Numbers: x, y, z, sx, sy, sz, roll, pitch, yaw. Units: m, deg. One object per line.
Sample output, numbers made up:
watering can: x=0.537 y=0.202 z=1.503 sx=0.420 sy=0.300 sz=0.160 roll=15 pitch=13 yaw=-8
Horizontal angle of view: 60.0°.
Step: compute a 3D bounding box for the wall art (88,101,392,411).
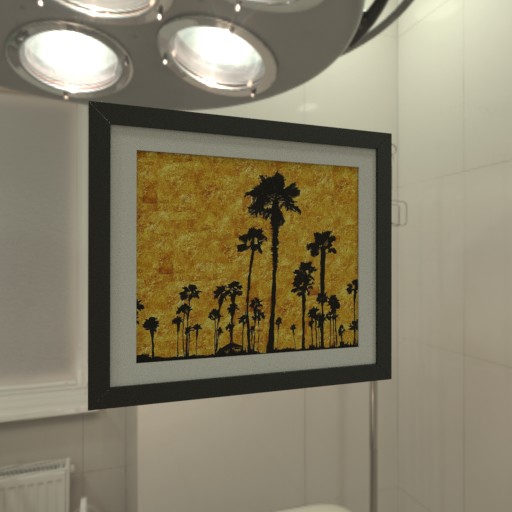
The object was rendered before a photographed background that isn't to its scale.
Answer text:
wall art: x=0.000 y=0.000 z=0.540 sx=0.383 sy=0.332 sz=0.012 roll=0 pitch=0 yaw=-19
